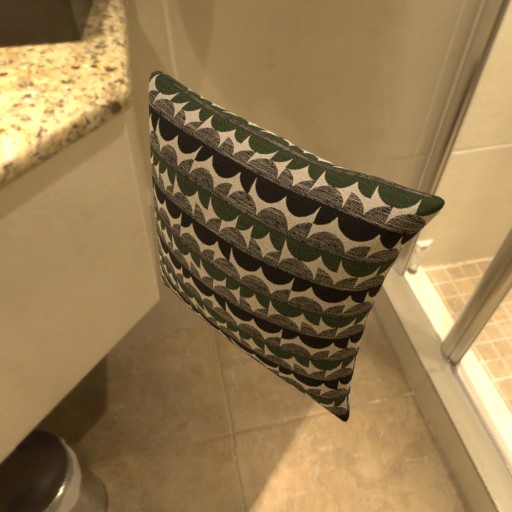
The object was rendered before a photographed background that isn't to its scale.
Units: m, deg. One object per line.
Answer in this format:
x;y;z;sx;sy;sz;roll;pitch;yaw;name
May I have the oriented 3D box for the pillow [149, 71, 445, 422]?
0.000;0.000;0.635;0.419;0.404;0.180;32;56;26;pillow
